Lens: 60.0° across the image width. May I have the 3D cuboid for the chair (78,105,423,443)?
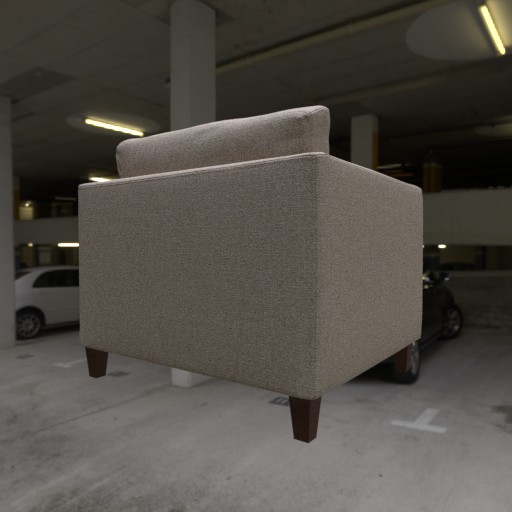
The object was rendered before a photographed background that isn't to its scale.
[{"bbox_3d":[0.000,0.000,1.811,1.107,0.961,0.959,1,2,36],"label":"chair"}]
